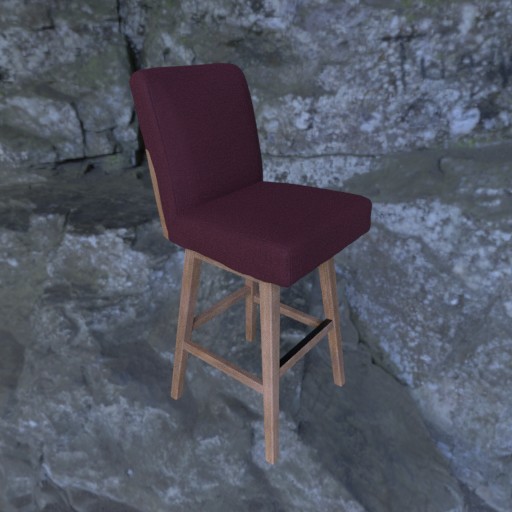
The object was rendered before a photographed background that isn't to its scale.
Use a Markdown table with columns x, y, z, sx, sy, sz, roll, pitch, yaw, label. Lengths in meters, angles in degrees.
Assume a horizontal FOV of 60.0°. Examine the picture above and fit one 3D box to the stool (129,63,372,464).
| x | y | z | sx | sy | sz | roll | pitch | yaw | label |
| --- | --- | --- | --- | --- | --- | --- | --- | --- | --- |
| 0.000 | 0.000 | 1.401 | 0.562 | 1.093 | 0.468 | 20 | 33 | 34 | stool |
